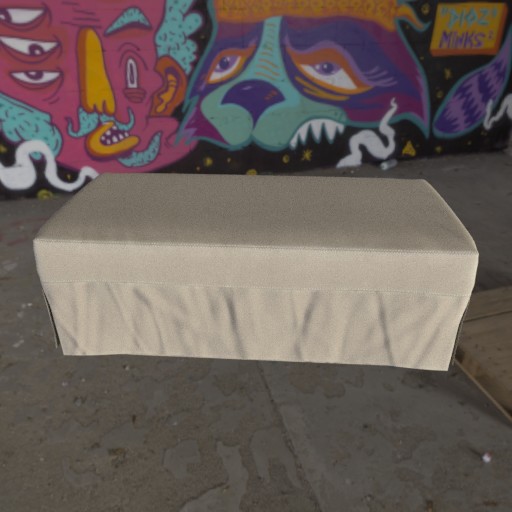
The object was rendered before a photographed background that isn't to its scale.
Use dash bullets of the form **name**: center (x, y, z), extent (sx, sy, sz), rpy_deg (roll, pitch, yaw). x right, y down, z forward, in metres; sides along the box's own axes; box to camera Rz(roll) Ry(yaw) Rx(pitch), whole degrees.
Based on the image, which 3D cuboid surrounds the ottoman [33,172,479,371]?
- **ottoman**: center (0.000, 0.000, 1.672), extent (1.388, 0.457, 0.665), rpy_deg (2, 30, 3)
